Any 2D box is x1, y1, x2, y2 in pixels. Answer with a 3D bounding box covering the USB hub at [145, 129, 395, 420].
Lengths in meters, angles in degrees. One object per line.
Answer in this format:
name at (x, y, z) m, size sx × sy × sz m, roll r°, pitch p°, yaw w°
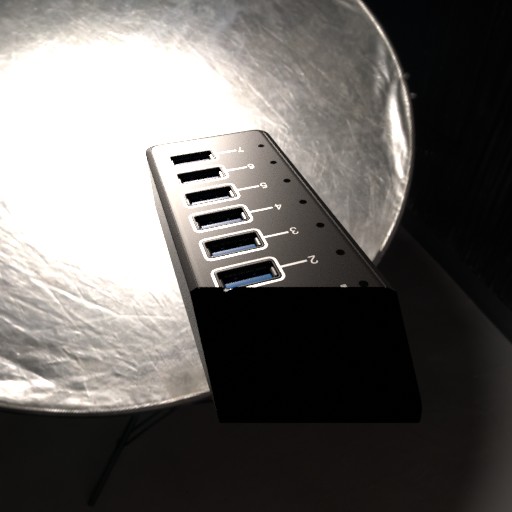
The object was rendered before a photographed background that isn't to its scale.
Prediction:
USB hub at (0.000, 0.000, 0.125) m, size 0.044 × 0.023 × 0.110 m, roll -13°, pitch 43°, yaw -14°
